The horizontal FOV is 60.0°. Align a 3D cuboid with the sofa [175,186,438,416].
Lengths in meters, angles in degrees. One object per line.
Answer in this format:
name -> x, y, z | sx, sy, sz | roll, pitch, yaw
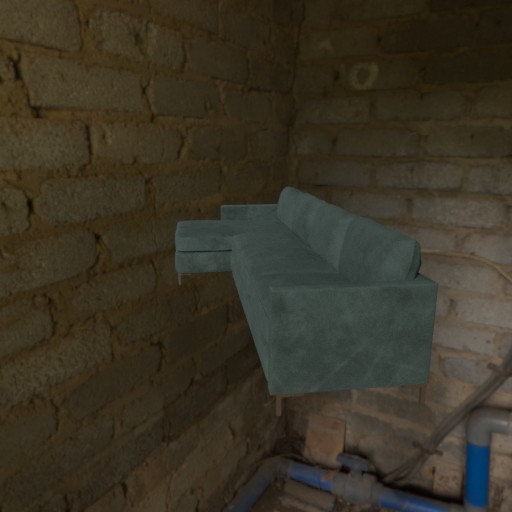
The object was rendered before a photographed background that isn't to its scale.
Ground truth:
sofa -> 0.000, 0.000, 3.934 | 1.500, 0.967, 3.400 | -2, 14, -7
